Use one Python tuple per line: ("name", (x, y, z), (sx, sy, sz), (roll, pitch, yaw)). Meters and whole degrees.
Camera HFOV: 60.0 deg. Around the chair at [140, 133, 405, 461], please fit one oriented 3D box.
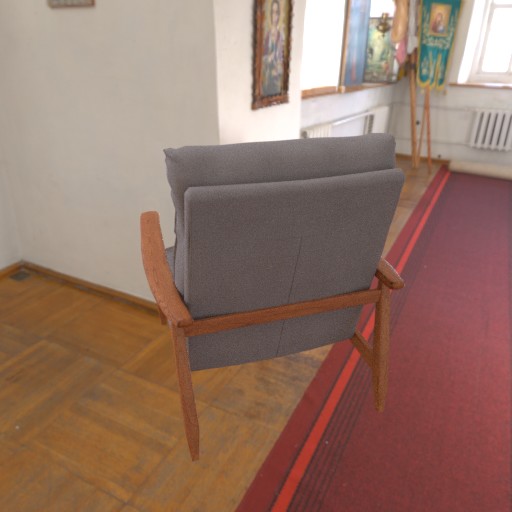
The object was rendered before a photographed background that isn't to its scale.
("chair", (0.000, 0.000, 1.578), (0.782, 0.922, 0.816), (-8, 27, -16))
